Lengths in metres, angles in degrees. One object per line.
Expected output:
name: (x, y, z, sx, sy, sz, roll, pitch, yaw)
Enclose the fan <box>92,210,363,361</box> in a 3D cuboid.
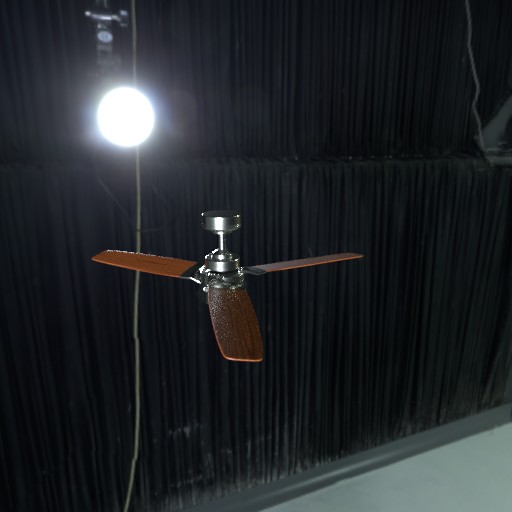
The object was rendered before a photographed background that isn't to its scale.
fan: (0.000, 0.000, 2.044, 1.271, 0.410, 1.416, -8, 18, -27)
